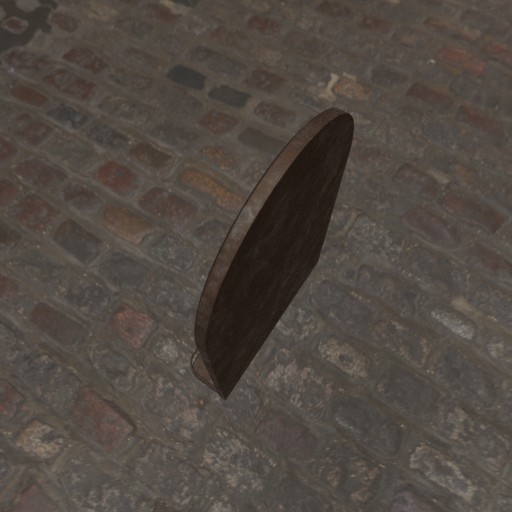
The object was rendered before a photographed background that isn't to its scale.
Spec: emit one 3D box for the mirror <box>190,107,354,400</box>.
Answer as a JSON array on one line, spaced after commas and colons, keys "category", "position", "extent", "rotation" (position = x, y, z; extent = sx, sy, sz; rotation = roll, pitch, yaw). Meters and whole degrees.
[{"category": "mirror", "position": [0.000, 0.000, 0.978], "extent": [0.137, 0.770, 0.510], "rotation": [31, 67, 14]}]
